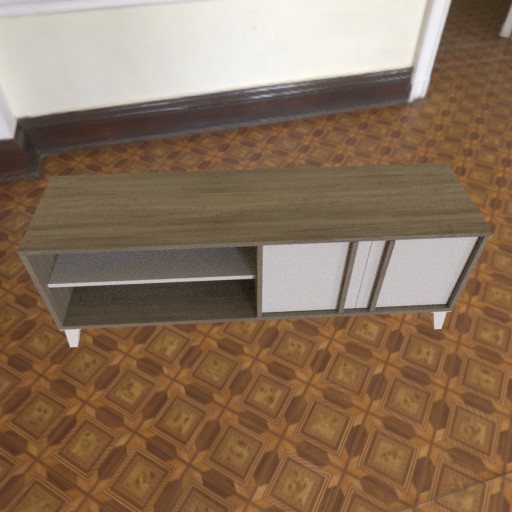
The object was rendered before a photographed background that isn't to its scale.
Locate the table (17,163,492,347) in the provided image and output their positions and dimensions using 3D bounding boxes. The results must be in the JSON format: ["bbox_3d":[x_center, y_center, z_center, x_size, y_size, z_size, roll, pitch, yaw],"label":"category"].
[{"bbox_3d":[0.000,0.000,1.725,1.500,0.530,0.400,-2,45,-2],"label":"table"}]
